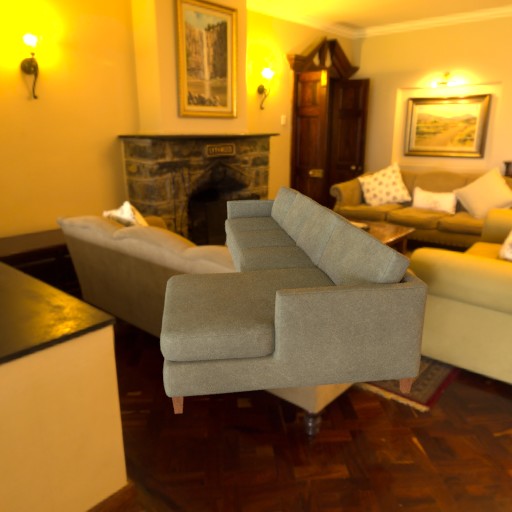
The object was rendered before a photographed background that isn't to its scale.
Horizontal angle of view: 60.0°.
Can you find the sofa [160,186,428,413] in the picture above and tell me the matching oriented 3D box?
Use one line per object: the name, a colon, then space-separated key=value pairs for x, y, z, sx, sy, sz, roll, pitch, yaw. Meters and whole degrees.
sofa: x=0.000 y=0.000 z=4.202 sx=1.604 sy=0.950 sz=3.471 roll=-2 pitch=16 yaw=-8
